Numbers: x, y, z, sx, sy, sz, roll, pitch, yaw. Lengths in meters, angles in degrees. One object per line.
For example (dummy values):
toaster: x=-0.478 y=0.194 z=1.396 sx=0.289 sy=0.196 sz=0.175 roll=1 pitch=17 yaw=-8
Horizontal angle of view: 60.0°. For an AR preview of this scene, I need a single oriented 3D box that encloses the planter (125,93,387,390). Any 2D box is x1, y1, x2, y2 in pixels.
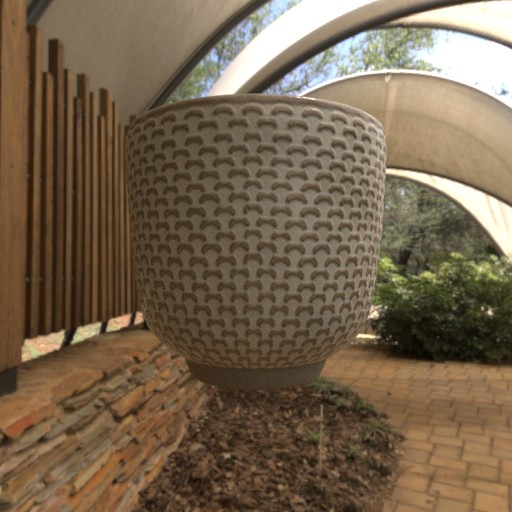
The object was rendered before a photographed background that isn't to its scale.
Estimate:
planter: x=0.000 y=0.000 z=0.304 sx=0.173 sy=0.160 sz=0.173 roll=0 pitch=-1 yaw=0
